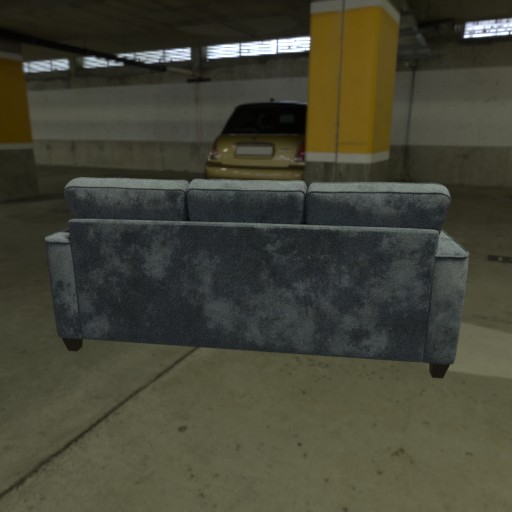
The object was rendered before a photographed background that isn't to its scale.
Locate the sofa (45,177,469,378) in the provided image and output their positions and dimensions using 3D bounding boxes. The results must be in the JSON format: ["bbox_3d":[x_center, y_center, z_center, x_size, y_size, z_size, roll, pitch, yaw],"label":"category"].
[{"bbox_3d":[0.000,0.000,2.644,2.133,0.965,0.939,2,16,8],"label":"sofa"}]
